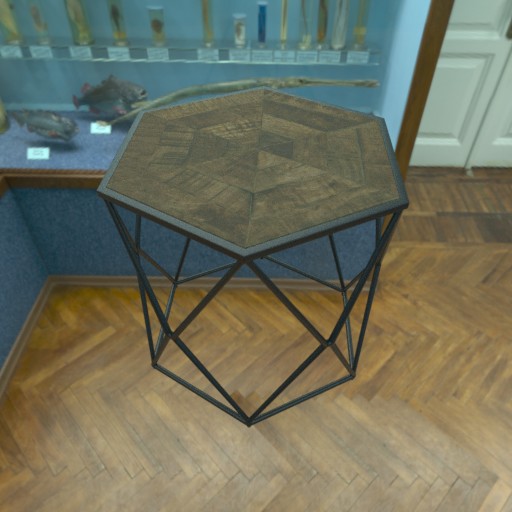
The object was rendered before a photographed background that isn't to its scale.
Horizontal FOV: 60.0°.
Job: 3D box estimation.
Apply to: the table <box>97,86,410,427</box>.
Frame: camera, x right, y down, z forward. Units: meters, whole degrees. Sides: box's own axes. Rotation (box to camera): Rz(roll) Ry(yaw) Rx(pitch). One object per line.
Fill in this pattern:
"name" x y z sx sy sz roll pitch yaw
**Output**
"table" 0.000 0.000 1.037 0.579 0.564 0.578 3 44 3
